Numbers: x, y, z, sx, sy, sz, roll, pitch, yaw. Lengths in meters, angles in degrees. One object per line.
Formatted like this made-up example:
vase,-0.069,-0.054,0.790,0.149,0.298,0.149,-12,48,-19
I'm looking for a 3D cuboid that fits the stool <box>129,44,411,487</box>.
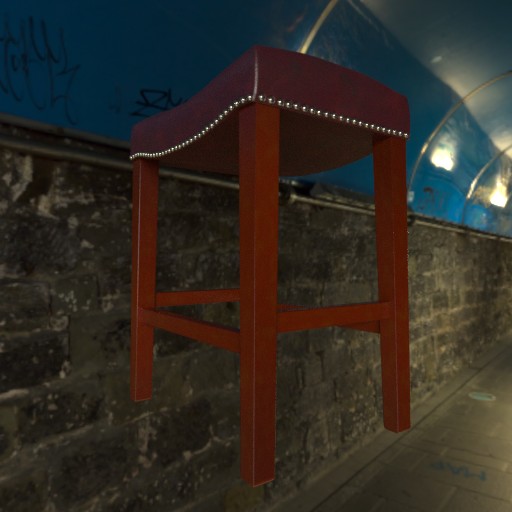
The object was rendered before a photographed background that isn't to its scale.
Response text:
stool,0.000,0.000,0.931,0.372,0.657,0.504,0,0,-36
